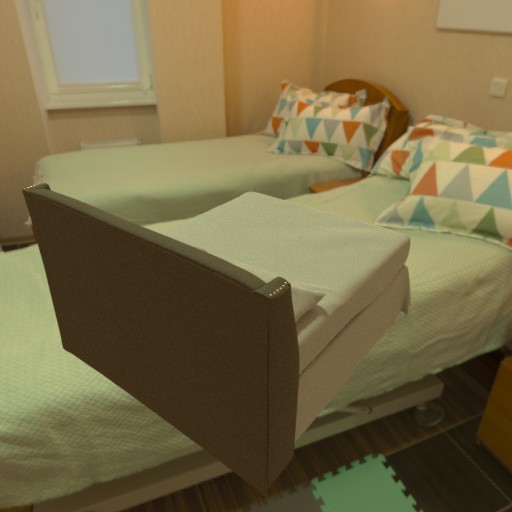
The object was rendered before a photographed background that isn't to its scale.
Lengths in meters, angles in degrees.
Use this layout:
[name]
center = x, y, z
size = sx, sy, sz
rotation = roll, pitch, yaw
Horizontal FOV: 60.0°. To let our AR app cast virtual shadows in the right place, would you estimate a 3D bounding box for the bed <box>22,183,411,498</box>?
[bed]
center = 0.000, 0.000, 3.290
size = 1.925, 1.332, 2.276
rotation = 21, 36, 32
